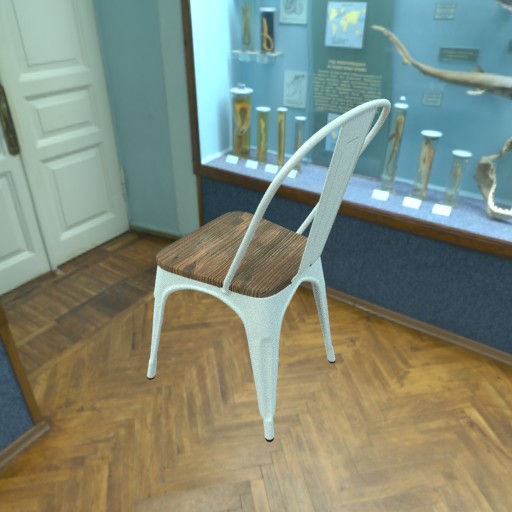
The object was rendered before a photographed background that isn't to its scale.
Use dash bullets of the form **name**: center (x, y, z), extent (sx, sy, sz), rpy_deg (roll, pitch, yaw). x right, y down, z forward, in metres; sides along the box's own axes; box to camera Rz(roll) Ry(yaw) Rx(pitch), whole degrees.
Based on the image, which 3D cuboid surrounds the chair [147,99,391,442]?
- **chair**: center (0.000, 0.000, 1.185), extent (0.521, 0.851, 0.452), rpy_deg (21, 37, 30)
